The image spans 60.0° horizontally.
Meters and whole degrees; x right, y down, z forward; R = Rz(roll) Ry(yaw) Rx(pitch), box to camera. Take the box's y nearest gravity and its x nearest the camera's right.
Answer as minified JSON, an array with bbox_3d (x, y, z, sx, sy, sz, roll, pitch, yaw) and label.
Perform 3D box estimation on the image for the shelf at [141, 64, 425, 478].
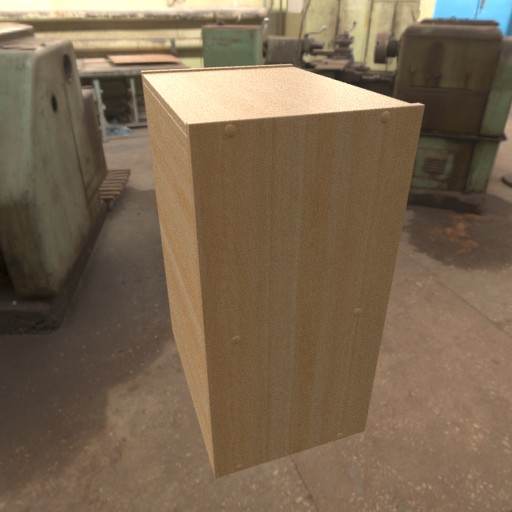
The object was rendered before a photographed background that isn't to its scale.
[{"bbox_3d":[0.000,0.000,0.810,0.290,0.592,0.414,-10,32,-17],"label":"shelf"}]
